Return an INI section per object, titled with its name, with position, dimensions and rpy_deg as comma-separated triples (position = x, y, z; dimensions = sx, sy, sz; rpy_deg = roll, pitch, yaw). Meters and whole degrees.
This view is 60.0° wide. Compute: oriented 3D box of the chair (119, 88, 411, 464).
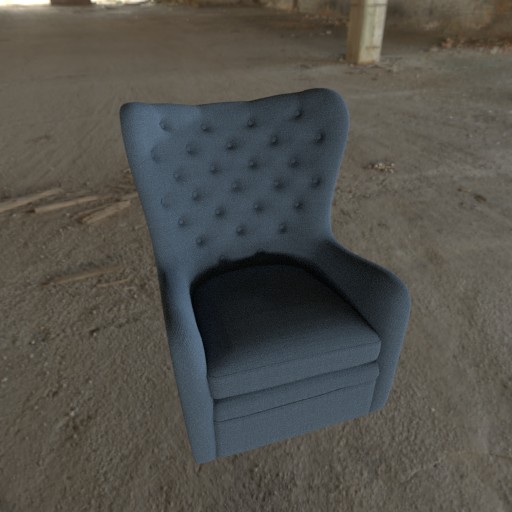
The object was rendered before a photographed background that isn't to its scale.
[chair]
position = 0.000, 0.000, 1.704
dimensions = 0.831, 1.079, 0.930
rpy_deg = -10, 34, -16
